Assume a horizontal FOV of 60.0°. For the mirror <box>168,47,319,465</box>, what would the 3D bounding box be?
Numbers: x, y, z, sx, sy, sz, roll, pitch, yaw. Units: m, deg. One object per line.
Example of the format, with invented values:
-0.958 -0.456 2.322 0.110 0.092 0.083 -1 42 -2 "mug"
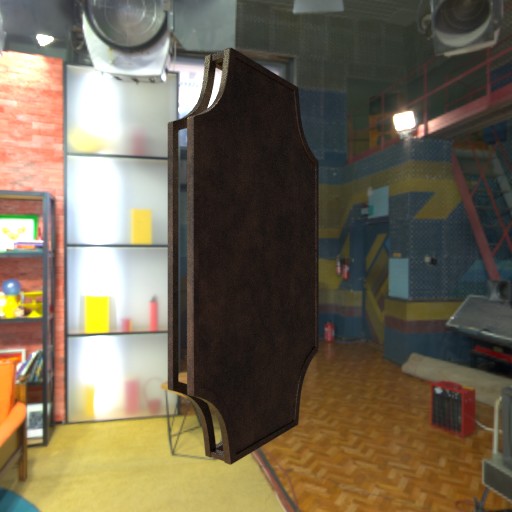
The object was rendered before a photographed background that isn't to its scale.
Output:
0.000 0.000 0.982 0.066 0.811 0.462 0 0 36 "mirror"
